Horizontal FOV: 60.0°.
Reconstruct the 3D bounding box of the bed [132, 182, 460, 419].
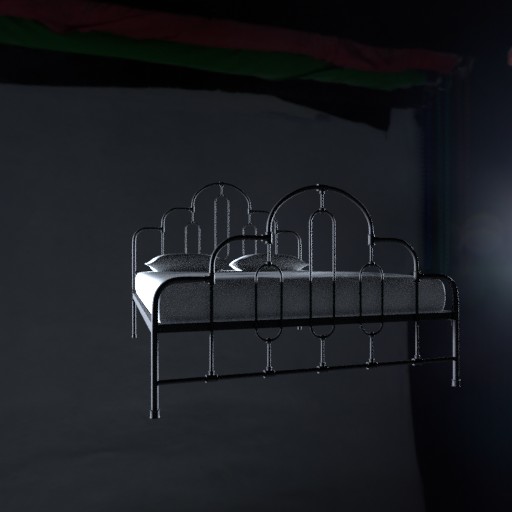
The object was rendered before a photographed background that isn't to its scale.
[{"bbox_3d":[0.000,0.000,3.178,1.640,1.429,2.163,0,-1,-18],"label":"bed"}]
